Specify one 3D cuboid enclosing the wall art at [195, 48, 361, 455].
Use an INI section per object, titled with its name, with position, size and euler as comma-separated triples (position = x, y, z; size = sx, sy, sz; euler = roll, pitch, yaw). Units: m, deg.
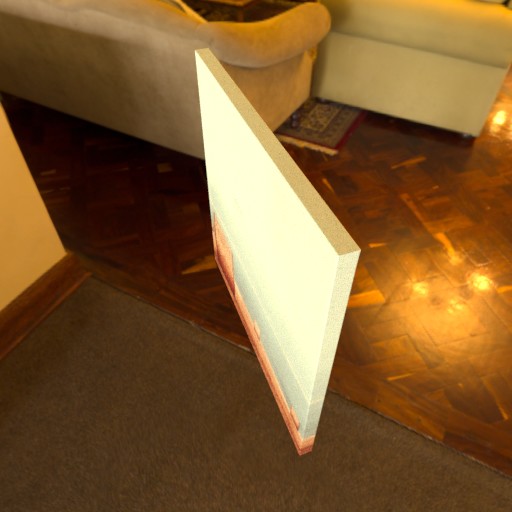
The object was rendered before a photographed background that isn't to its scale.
[wall art]
position = 0.000, 0.000, 0.908
size = 0.034, 0.605, 0.605
euler = -15, 48, -14
